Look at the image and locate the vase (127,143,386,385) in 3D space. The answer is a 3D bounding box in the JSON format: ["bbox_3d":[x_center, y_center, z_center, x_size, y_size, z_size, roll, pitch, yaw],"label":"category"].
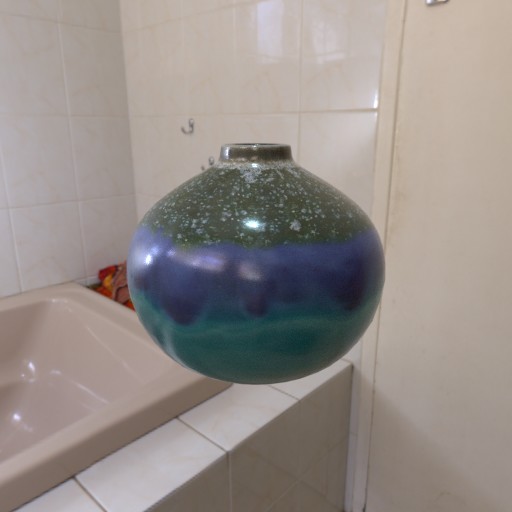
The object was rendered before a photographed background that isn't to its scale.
[{"bbox_3d":[0.000,0.000,0.272,0.154,0.133,0.154,0,16,0],"label":"vase"}]
